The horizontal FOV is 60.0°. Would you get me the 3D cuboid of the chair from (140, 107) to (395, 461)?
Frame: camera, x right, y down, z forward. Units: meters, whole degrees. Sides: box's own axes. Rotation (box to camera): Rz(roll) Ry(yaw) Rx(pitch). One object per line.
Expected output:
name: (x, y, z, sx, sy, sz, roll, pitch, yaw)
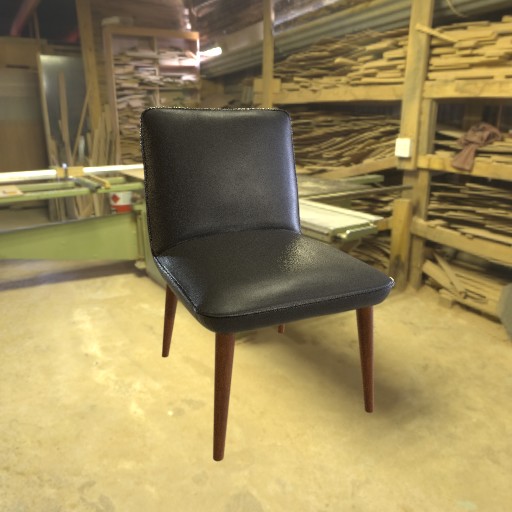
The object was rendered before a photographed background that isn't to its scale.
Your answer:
chair: (0.000, 0.000, 1.244, 0.543, 0.801, 0.645, -9, 19, -27)
